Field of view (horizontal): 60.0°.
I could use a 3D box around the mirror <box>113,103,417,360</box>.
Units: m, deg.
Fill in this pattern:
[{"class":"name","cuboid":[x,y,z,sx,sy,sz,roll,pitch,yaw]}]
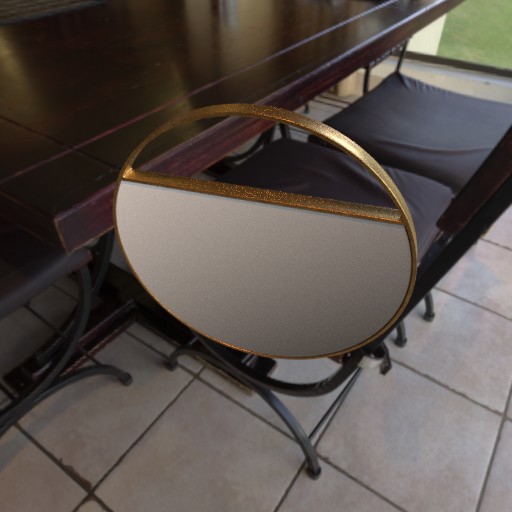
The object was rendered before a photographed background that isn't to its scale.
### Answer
[{"class":"mirror","cuboid":[0.000,0.000,0.827,0.565,0.565,0.032,11,42,12]}]
